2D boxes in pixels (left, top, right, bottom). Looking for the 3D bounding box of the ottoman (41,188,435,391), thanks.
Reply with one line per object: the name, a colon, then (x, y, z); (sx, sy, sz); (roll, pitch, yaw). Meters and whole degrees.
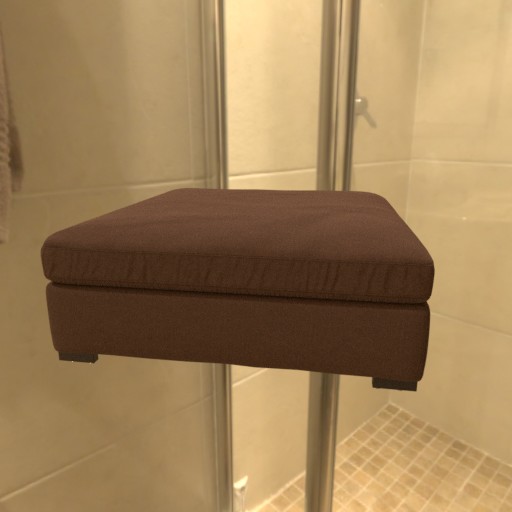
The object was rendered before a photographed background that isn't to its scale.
ottoman: (0.000, 0.000, 1.844); (1.181, 0.470, 1.181); (3, 16, 9)
